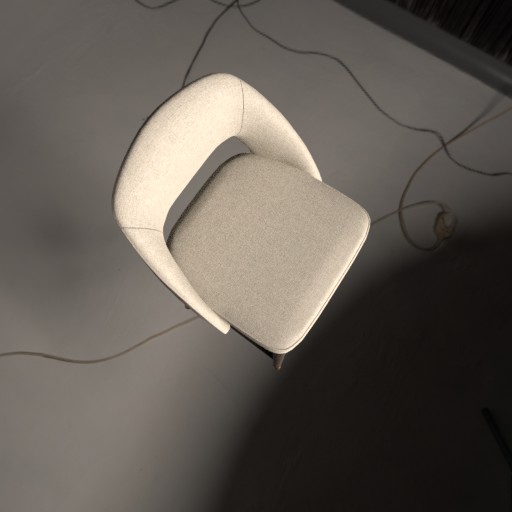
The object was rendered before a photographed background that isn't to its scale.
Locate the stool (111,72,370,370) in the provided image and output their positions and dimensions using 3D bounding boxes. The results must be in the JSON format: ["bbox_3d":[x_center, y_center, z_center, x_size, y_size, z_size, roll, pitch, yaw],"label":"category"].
[{"bbox_3d":[0.000,0.000,1.321,0.509,1.037,0.494,33,77,8],"label":"stool"}]
